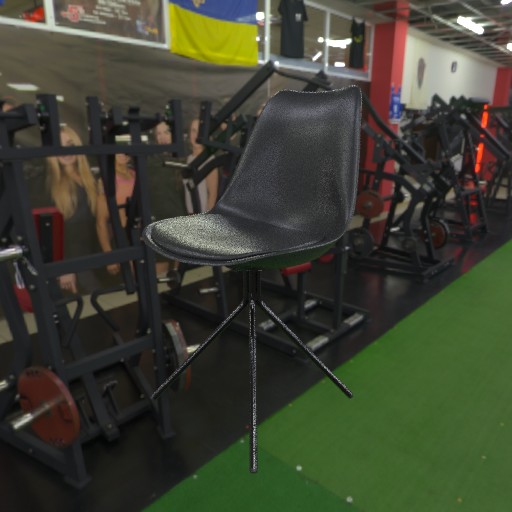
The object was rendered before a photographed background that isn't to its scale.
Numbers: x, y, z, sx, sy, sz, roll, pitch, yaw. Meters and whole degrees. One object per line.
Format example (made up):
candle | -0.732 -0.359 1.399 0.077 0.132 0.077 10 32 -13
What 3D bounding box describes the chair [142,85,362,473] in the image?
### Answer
chair | 0.000 0.000 1.158 0.461 0.850 0.525 15 22 42
